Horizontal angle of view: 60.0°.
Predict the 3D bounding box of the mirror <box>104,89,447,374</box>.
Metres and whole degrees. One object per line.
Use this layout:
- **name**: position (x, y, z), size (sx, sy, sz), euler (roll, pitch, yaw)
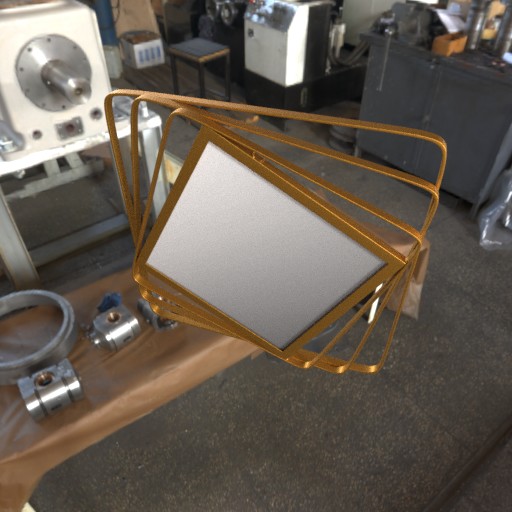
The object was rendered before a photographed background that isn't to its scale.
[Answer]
- **mirror**: position (0.000, 0.000, 0.699), size (0.470, 0.468, 0.045), euler (13, 42, 14)
